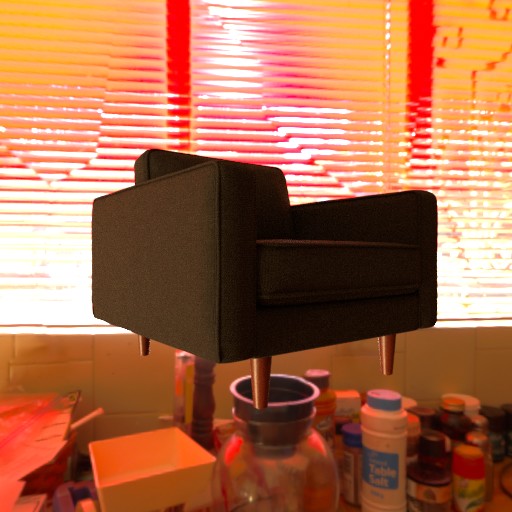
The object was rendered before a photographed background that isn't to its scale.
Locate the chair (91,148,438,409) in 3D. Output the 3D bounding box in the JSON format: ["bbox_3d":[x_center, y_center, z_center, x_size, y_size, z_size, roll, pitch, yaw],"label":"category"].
[{"bbox_3d":[0.000,0.000,1.575,0.899,0.770,0.919,0,0,-37],"label":"chair"}]
